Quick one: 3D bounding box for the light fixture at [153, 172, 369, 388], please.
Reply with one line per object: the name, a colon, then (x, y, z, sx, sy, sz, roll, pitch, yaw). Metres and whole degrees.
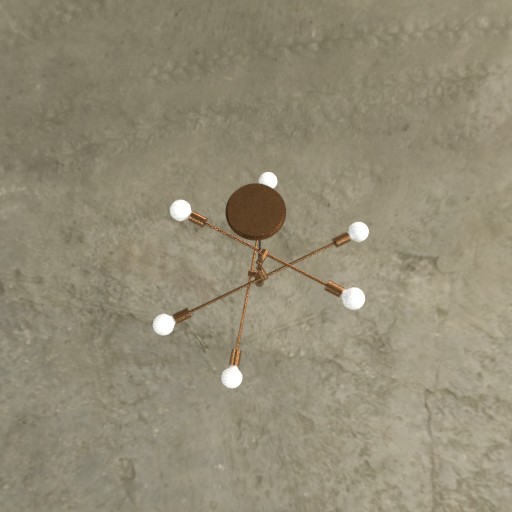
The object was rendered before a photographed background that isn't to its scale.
light fixture: (0.000, 0.000, 1.236, 0.637, 0.744, 0.682, 38, 78, 10)
